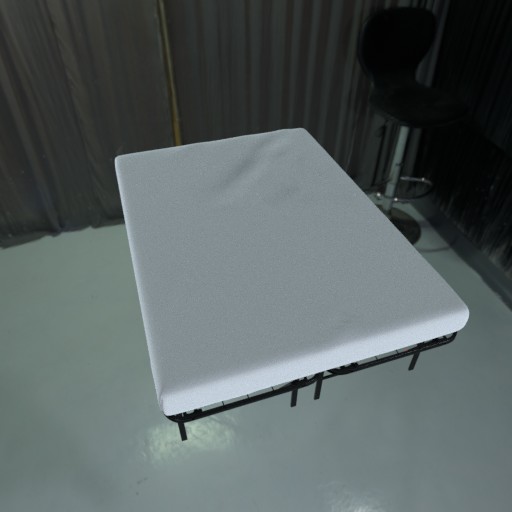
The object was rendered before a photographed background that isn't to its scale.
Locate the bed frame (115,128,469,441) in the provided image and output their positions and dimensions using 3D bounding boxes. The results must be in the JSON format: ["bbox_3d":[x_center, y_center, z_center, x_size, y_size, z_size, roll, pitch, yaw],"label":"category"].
[{"bbox_3d":[0.000,0.000,2.605,1.372,0.637,1.905,-12,43,-14],"label":"bed frame"}]
